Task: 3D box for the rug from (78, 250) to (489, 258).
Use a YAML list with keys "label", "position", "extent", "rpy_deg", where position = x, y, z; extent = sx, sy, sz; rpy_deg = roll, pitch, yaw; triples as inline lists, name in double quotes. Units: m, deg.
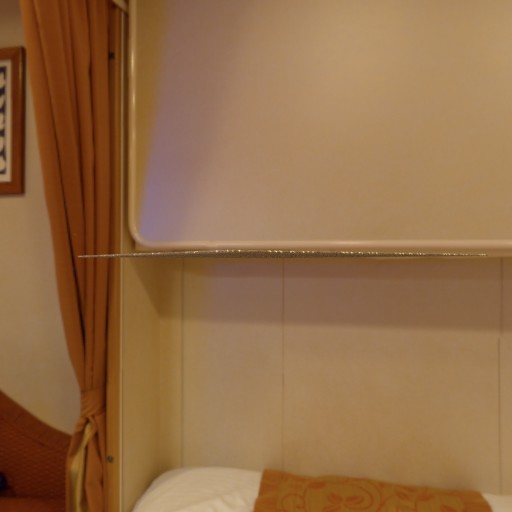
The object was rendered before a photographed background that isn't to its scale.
- label: "rug"
  position: [0.000, 0.000, 4.122]
  extent: [2.457, 0.012, 3.062]
  rpy_deg: [0, -1, -35]
